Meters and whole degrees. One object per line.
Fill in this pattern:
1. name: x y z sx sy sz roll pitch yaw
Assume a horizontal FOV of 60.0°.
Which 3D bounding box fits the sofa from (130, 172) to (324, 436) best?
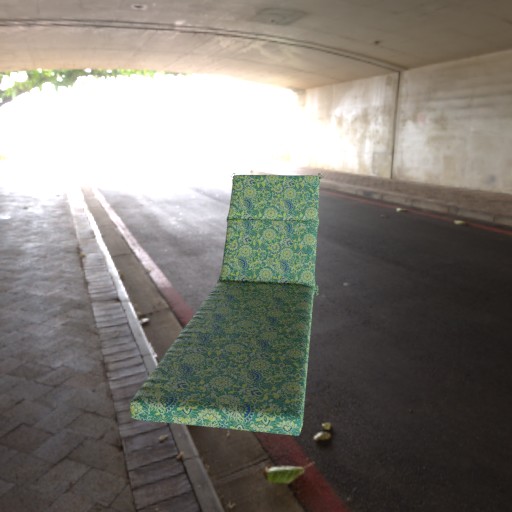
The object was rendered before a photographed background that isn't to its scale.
1. sofa: 0.000 0.000 2.006 0.582 0.622 1.663 2 16 8
